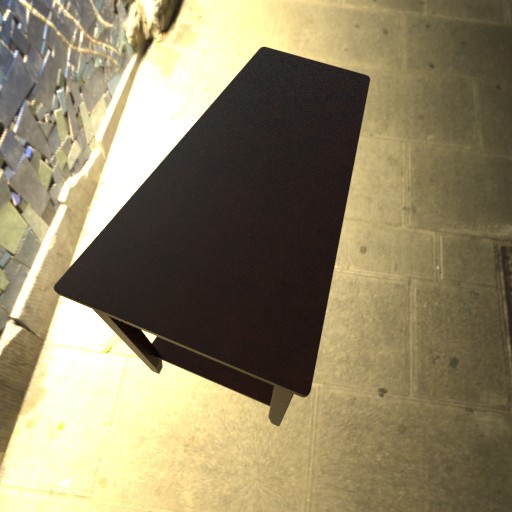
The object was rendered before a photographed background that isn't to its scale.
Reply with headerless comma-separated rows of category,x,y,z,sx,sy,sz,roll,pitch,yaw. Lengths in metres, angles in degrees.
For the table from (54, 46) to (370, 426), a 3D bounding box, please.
table,0.000,0.000,1.003,0.399,0.589,0.605,20,65,10
